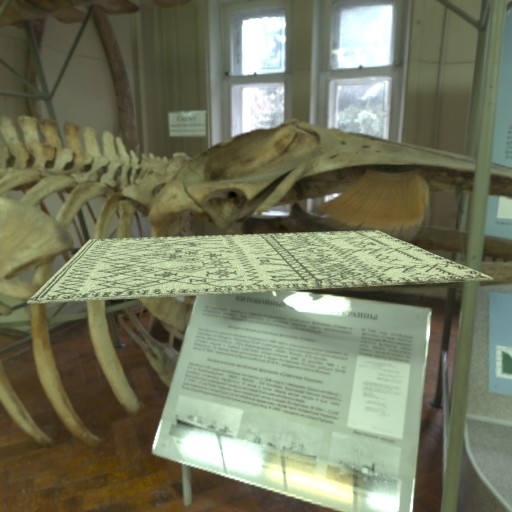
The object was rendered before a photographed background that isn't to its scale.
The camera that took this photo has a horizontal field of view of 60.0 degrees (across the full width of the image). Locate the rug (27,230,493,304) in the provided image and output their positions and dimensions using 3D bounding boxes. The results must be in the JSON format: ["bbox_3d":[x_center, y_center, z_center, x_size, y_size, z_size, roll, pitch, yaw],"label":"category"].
[{"bbox_3d":[0.000,0.000,4.713,3.824,0.019,2.393,-2,14,-9],"label":"rug"}]
